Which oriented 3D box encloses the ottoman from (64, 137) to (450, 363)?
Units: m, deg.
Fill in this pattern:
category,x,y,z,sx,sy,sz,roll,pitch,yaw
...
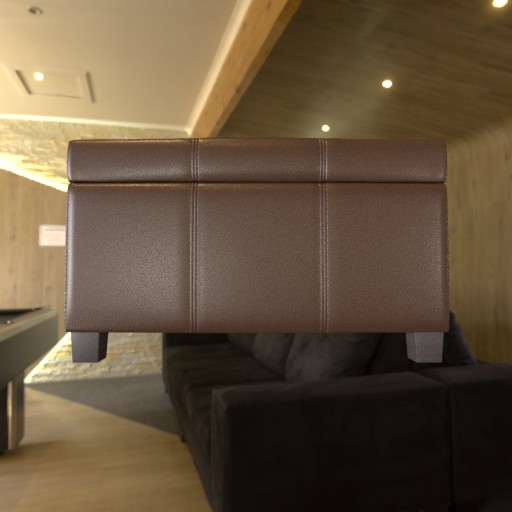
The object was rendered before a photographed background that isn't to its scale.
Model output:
category,x,y,z,sx,sy,sz,roll,pitch,yaw
ottoman,0.000,0.000,1.273,0.787,0.460,0.788,0,-2,0
